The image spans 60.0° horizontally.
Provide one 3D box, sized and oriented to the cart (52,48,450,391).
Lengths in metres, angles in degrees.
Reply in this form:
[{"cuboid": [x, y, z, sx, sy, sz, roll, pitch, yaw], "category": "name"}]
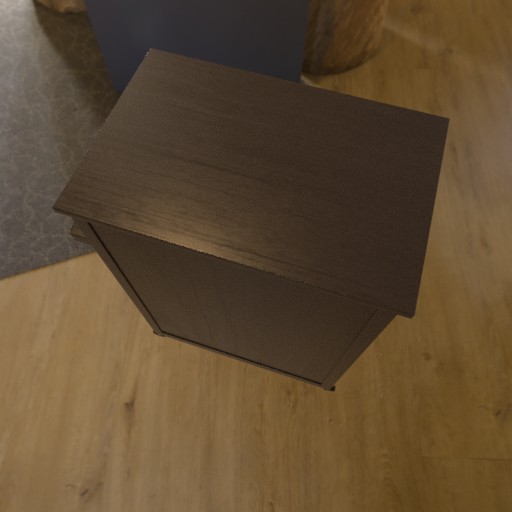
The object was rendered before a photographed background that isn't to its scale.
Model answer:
[{"cuboid": [0.000, 0.000, 1.248, 0.690, 0.878, 0.449, 16, 65, 8], "category": "cart"}]
